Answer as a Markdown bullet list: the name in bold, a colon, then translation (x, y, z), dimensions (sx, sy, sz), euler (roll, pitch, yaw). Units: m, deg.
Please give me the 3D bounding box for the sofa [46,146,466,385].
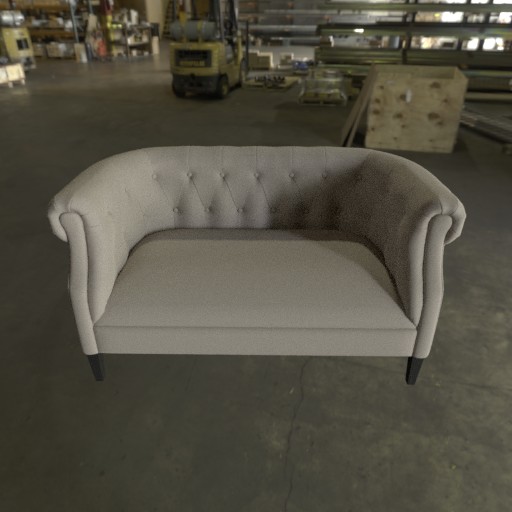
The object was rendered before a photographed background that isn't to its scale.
- **sofa**: translation (0.000, 0.000, 2.033), dimensions (1.558, 0.827, 0.835), euler (0, 30, 1)
